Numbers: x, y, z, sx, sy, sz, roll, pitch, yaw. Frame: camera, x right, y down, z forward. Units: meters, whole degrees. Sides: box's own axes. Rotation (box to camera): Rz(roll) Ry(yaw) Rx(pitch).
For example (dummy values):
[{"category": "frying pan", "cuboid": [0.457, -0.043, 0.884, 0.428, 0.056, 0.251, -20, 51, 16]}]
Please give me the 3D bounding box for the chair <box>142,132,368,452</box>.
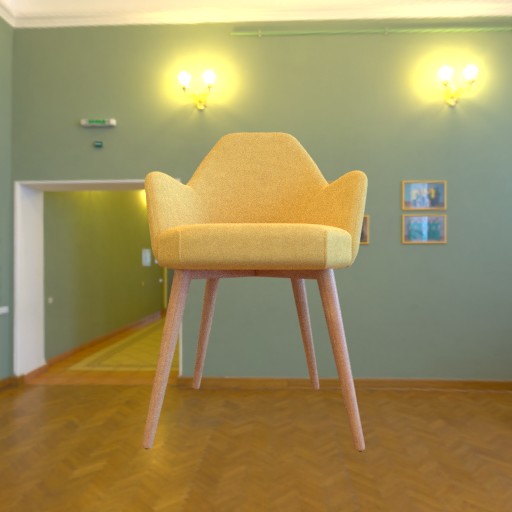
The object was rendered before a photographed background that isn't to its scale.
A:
[{"category": "chair", "cuboid": [0.000, 0.000, 1.229, 0.590, 0.840, 0.610, 0, 0, 1]}]
